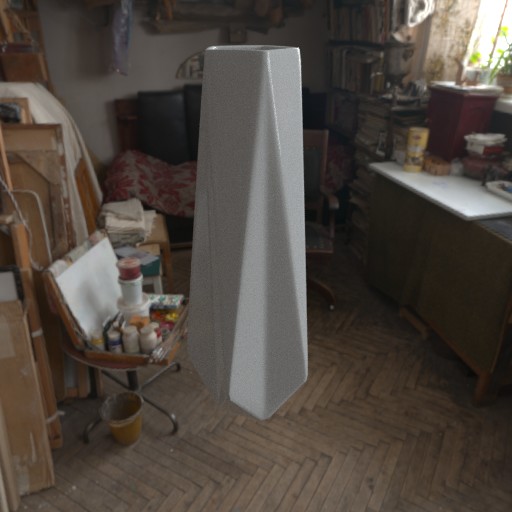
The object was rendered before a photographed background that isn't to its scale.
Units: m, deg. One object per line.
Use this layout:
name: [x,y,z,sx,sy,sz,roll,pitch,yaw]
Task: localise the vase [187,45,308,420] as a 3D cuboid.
vase: [0.000,0.000,0.387,0.116,0.329,0.122,19,33,32]
